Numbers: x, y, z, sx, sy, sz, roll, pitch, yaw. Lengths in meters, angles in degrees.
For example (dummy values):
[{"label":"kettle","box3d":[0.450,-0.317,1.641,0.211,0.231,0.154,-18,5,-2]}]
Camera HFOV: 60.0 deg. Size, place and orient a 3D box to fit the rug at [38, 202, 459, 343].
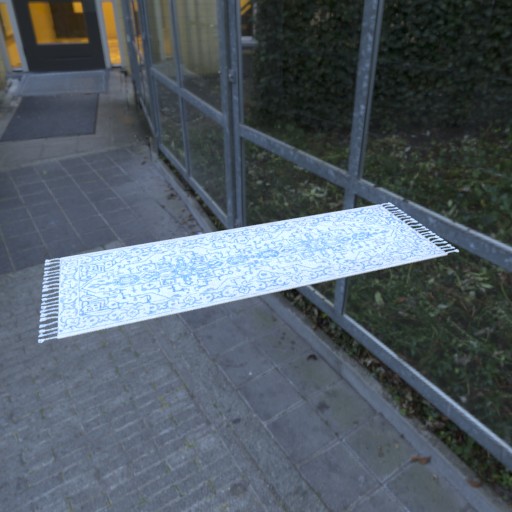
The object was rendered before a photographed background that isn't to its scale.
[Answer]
[{"label":"rug","box3d":[0.000,0.000,2.731,2.449,0.011,0.774,-11,34,-17]}]
